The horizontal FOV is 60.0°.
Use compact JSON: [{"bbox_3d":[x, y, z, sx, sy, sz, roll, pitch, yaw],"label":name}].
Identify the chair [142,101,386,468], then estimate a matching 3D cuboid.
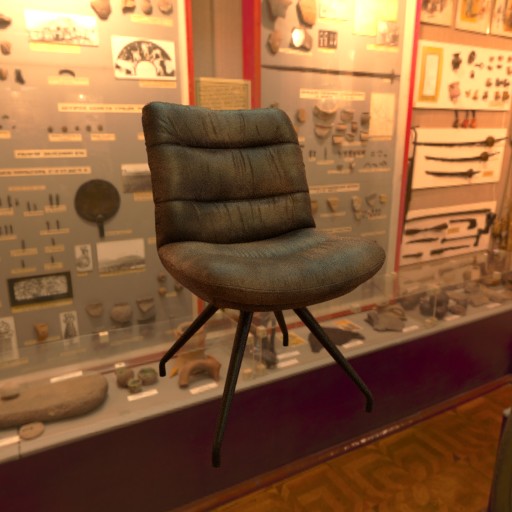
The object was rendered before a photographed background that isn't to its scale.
[{"bbox_3d":[0.000,0.000,1.286,0.549,0.870,0.622,-8,17,-26],"label":"chair"}]
